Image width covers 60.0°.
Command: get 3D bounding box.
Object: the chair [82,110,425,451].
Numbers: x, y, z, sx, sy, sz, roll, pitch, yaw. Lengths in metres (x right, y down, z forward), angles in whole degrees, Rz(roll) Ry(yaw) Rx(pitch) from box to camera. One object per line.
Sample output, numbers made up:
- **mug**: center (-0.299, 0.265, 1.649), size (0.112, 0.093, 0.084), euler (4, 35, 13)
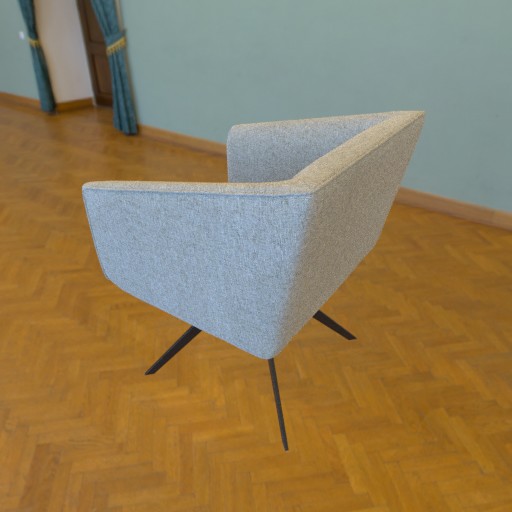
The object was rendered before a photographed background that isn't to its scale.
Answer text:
- **chair**: center (0.000, 0.000, 1.235), size (0.623, 0.760, 0.628), euler (20, 37, 28)
